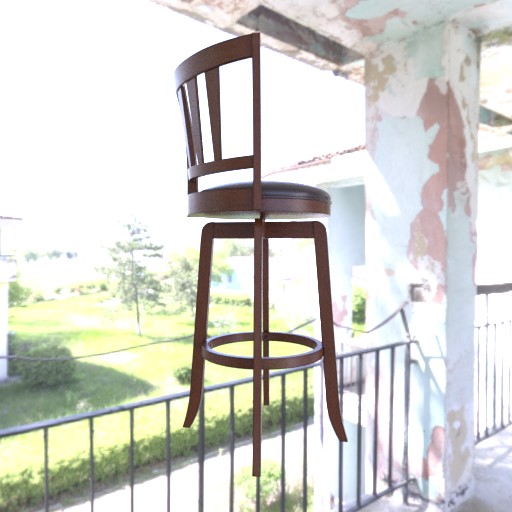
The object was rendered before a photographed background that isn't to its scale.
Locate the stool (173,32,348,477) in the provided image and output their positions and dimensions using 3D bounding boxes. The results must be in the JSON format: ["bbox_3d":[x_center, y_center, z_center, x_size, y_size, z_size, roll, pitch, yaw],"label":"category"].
[{"bbox_3d":[0.000,0.000,1.438,0.503,1.177,0.464,-1,2,-37],"label":"stool"}]
